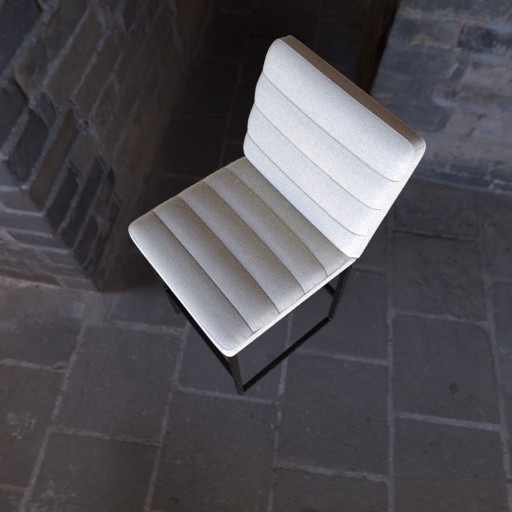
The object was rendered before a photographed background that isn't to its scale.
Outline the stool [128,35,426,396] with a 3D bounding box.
[{"bbox_3d":[0.000,0.000,1.361,0.560,1.040,0.460,-36,68,-17],"label":"stool"}]
